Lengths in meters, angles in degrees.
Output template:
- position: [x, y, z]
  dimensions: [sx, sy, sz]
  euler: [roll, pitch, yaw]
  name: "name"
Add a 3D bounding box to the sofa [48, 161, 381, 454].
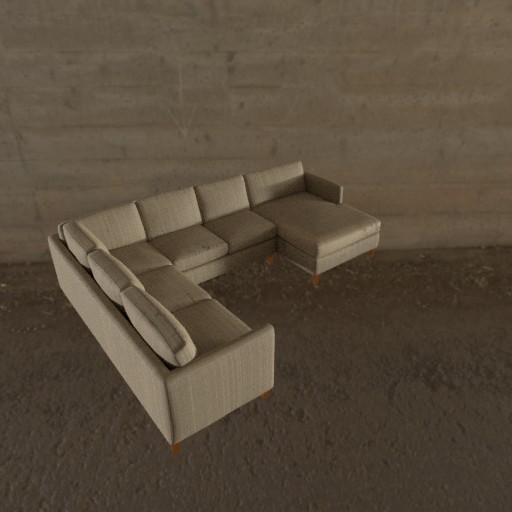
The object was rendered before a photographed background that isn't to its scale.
- position: [0.000, 0.000, 4.678]
  dimensions: [3.460, 0.961, 2.594]
  euler: [-21, 36, -32]
  name: "sofa"
